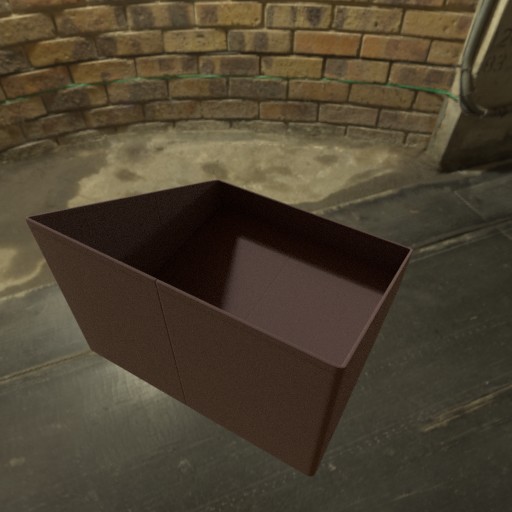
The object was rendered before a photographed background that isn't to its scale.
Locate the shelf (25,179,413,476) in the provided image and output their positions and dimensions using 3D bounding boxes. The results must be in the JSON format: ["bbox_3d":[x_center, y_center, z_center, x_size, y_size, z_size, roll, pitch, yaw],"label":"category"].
[{"bbox_3d":[0.000,0.000,0.489,0.292,0.210,0.292,22,50,20],"label":"shelf"}]
